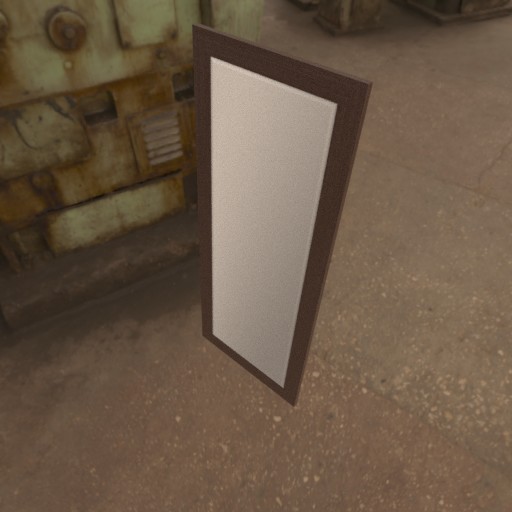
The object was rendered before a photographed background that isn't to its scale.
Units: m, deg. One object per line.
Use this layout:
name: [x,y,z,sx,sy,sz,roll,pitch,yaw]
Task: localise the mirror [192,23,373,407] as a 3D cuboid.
mirror: [0.000,0.000,2.291,0.812,2.020,0.221,32,54,27]
